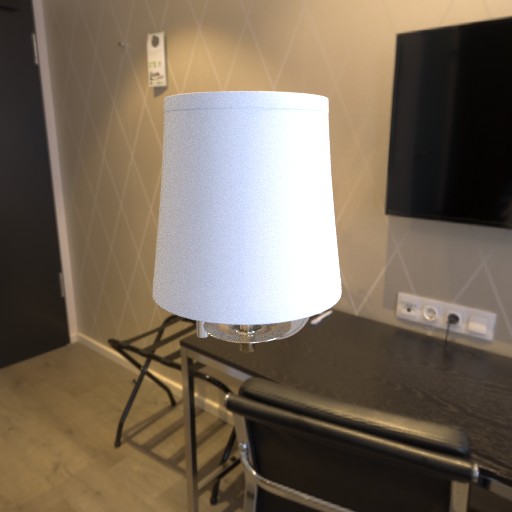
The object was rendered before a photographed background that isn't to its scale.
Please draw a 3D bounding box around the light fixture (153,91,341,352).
[{"bbox_3d":[0.000,0.000,0.588,0.223,0.381,0.348,2,15,9],"label":"light fixture"}]
